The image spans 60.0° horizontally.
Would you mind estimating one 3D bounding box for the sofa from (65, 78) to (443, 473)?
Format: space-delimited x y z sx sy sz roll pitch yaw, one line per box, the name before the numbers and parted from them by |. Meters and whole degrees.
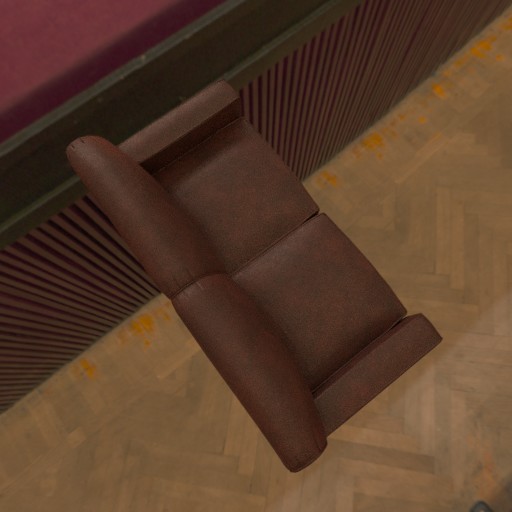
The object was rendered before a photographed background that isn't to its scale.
sofa | 0.000 0.000 2.423 1.000 0.966 1.856 -36 79 -8
